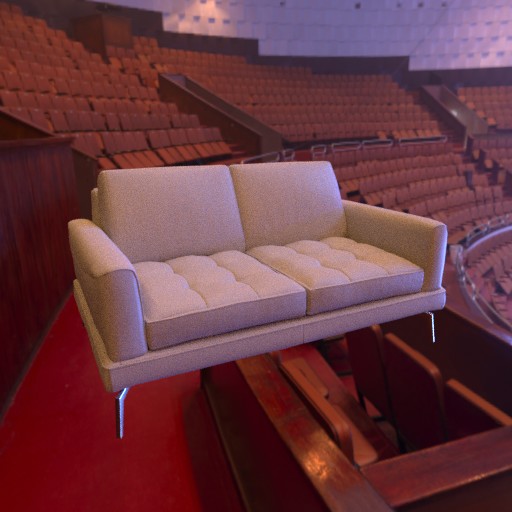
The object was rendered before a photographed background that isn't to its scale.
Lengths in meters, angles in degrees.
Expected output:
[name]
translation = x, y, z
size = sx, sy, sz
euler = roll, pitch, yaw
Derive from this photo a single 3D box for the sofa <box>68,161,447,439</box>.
[sofa]
translation = 0.000, 0.000, 2.412
size = 1.819, 0.930, 1.121
euler = -8, 18, -26
